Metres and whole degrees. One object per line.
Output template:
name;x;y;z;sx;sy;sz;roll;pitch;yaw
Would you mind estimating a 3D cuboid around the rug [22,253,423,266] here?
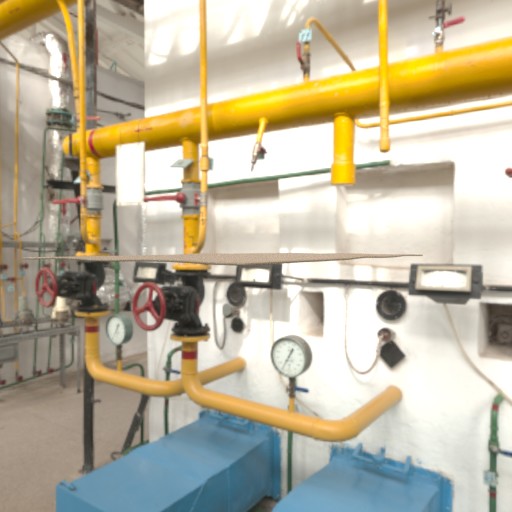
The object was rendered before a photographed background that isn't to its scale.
rug;0.000;0.000;2.335;1.220;0.013;1.829;1;1;35
